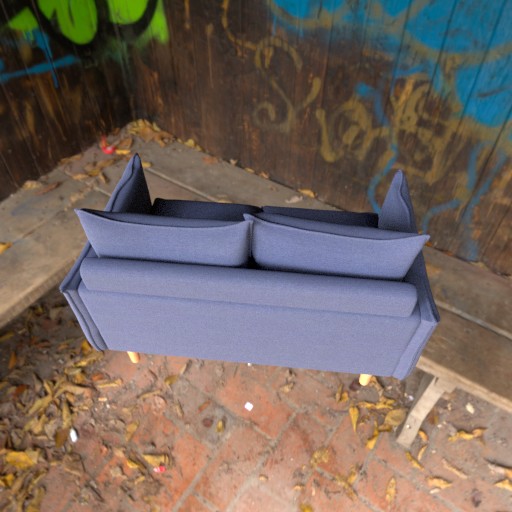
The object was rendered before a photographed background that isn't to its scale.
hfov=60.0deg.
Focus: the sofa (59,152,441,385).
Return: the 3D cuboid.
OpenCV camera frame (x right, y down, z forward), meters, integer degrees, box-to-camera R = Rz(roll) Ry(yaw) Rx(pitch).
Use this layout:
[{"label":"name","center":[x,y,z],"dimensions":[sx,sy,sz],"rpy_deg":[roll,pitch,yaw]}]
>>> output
[{"label":"sofa","center":[0.000,0.000,1.878],"dimensions":[1.300,0.840,0.820],"rpy_deg":[4,47,4]}]
